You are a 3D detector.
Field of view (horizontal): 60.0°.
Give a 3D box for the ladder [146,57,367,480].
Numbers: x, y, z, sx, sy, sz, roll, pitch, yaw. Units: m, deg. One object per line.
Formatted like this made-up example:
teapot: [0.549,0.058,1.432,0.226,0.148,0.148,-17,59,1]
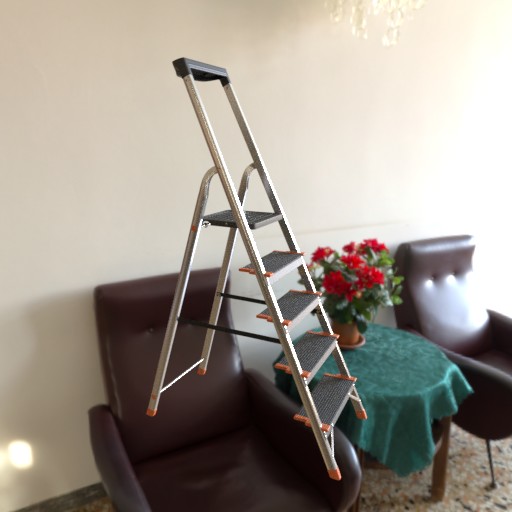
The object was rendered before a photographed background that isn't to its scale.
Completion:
ladder: [0.000,0.000,2.000,0.995,1.646,0.480,7,16,26]
